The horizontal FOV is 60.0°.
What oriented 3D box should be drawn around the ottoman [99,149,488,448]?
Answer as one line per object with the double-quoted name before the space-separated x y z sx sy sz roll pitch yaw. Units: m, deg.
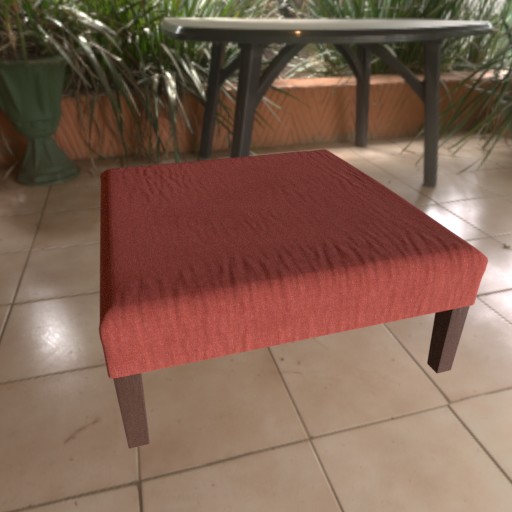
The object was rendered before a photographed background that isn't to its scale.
"ottoman" 0.000 0.000 1.384 0.889 0.411 0.890 -9 31 -14
